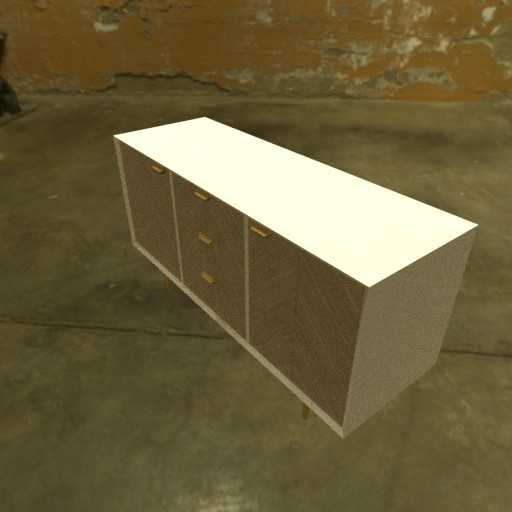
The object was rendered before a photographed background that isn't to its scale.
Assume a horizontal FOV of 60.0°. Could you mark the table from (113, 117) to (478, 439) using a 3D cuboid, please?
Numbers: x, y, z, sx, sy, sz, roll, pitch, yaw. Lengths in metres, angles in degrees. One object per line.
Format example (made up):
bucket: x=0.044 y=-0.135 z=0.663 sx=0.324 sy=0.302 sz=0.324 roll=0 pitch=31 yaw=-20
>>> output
table: x=0.000 y=0.000 z=1.895 sx=0.508 sy=0.769 sz=1.500 roll=-23 pitch=39 yaw=-32
